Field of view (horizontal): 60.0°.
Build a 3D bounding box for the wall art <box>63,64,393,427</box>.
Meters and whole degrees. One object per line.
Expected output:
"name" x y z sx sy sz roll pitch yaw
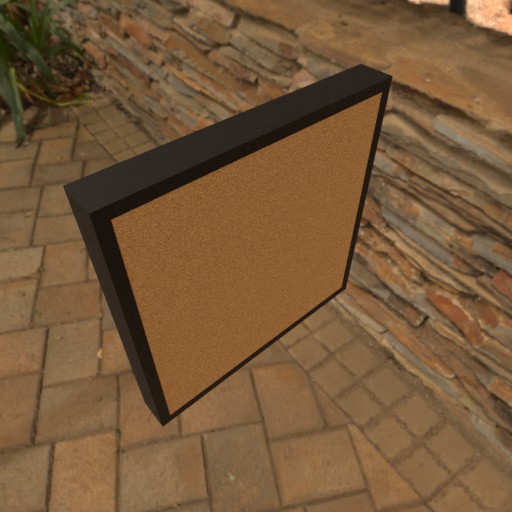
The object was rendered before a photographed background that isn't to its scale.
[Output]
"wall art" 0.000 0.000 0.460 0.305 0.304 0.038 -32 53 -28
